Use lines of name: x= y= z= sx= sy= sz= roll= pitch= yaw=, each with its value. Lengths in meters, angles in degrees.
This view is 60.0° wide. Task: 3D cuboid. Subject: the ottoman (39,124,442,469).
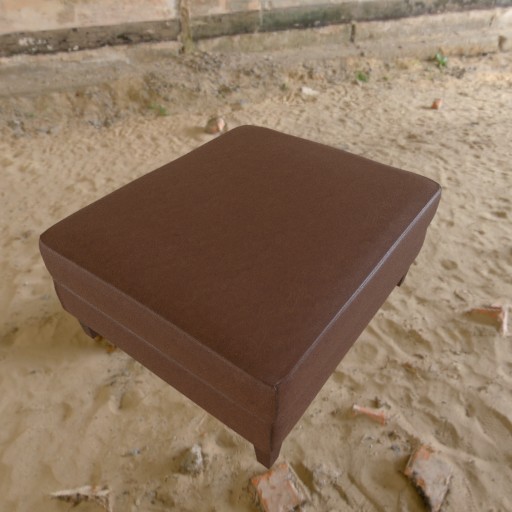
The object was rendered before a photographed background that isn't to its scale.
ottoman: x=0.000 y=0.000 z=1.443 sx=0.836 sy=0.472 sz=0.987 roll=25 pitch=46 yaw=27
